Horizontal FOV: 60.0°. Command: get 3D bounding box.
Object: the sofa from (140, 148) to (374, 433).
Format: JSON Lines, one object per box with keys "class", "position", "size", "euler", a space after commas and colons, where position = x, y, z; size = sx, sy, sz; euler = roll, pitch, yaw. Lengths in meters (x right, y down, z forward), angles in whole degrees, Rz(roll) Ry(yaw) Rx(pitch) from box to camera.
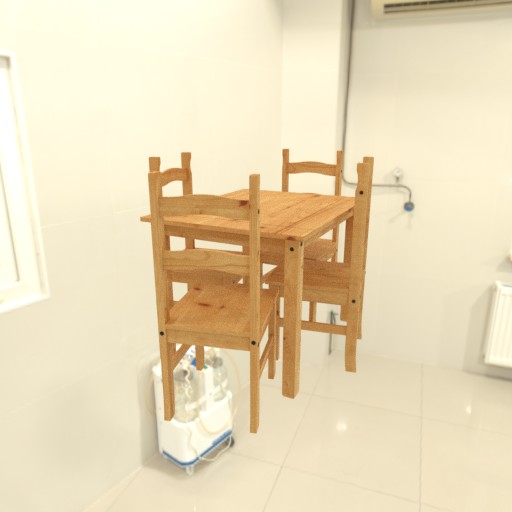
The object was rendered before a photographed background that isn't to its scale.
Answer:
{"class": "sofa", "position": [0.000, 0.000, 2.303], "size": [1.144, 1.000, 1.529], "euler": [8, 19, 26]}
